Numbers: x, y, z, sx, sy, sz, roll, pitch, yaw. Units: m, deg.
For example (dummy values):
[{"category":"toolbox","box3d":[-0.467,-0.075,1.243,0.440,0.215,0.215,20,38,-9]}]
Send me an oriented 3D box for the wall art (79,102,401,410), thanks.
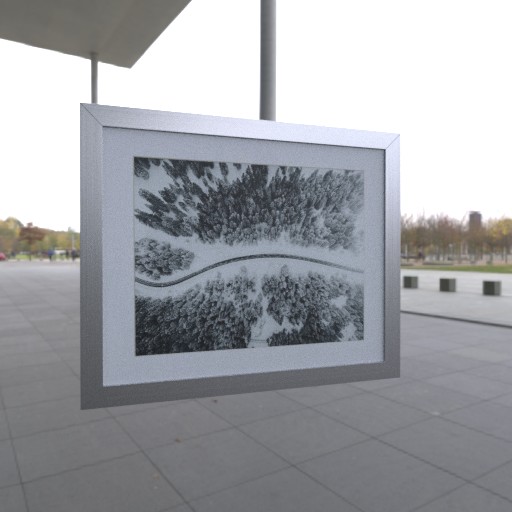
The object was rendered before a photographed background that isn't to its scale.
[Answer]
[{"category":"wall art","box3d":[0.000,0.000,0.757,0.557,0.456,0.032,0,1,-18]}]
